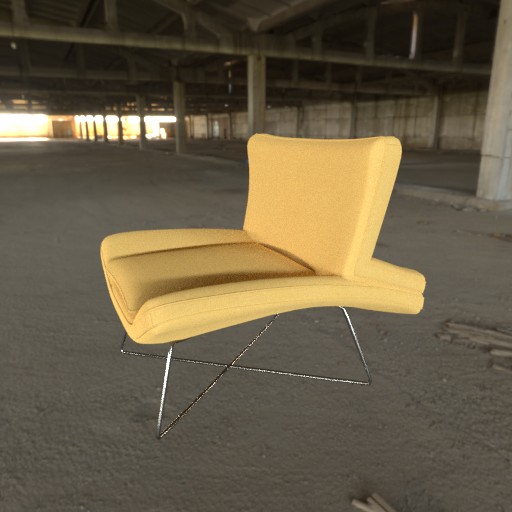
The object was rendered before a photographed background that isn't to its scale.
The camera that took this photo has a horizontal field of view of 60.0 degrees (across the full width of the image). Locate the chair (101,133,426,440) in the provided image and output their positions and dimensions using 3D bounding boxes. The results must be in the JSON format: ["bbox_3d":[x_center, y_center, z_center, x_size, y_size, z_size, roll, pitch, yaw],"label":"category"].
[{"bbox_3d":[0.000,0.000,1.623,1.008,0.855,0.859,-8,18,-25],"label":"chair"}]
